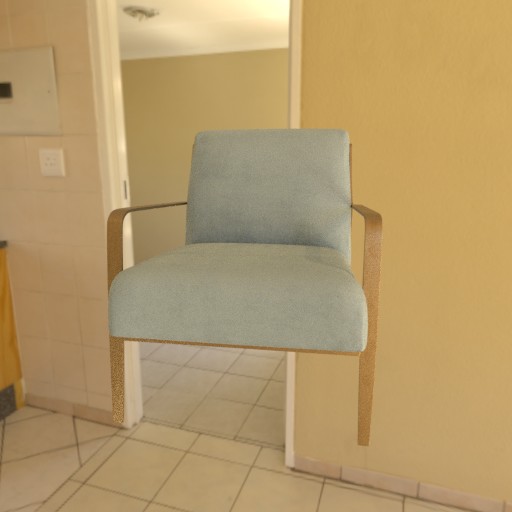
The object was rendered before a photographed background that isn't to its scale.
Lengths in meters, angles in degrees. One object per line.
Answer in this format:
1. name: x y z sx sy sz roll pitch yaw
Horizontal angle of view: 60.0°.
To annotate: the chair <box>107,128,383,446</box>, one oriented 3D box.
1. chair: 0.000 0.000 1.428 0.701 0.824 0.842 2 13 8
